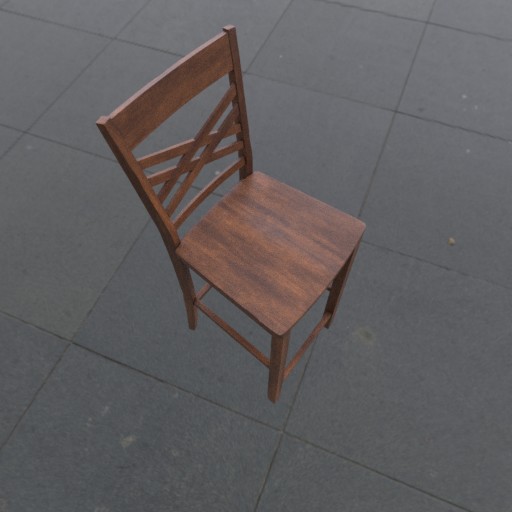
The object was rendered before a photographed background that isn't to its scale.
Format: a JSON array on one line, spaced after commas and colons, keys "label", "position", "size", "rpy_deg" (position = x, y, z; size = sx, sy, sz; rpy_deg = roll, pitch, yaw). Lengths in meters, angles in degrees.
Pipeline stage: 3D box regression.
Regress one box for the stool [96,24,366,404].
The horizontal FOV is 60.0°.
[{"label": "stool", "position": [0.000, 0.000, 1.357], "size": [0.504, 1.098, 0.426], "rpy_deg": [33, 64, 18]}]
